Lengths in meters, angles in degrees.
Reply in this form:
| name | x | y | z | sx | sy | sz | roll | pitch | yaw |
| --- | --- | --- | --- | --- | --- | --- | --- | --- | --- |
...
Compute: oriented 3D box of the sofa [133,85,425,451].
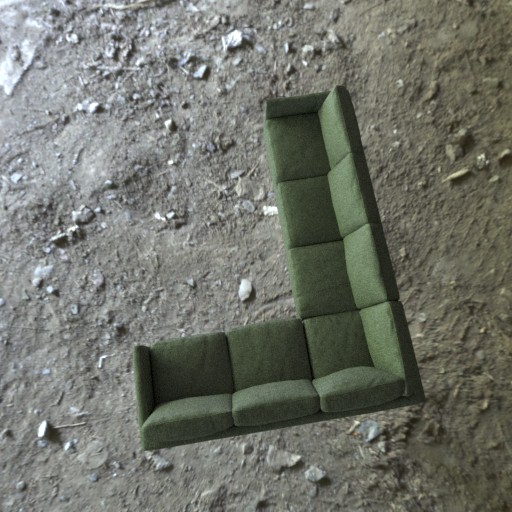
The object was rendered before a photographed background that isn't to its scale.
| name | x | y | z | sx | sy | sz | roll | pitch | yaw |
| --- | --- | --- | --- | --- | --- | --- | --- | --- | --- |
| sofa | 0.000 | 0.000 | 4.535 | 2.593 | 0.947 | 3.302 | -9 | 76 | -2 |
